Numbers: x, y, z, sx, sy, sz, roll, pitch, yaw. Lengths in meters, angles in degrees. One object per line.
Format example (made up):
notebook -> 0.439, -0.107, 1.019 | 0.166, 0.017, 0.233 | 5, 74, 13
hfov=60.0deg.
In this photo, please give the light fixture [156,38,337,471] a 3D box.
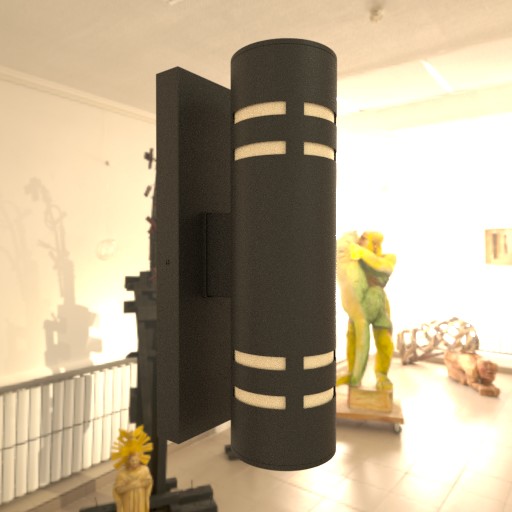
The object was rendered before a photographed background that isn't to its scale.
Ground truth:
light fixture -> 0.000, 0.000, 0.399 | 0.149, 0.330, 0.105 | 1, 1, 37
